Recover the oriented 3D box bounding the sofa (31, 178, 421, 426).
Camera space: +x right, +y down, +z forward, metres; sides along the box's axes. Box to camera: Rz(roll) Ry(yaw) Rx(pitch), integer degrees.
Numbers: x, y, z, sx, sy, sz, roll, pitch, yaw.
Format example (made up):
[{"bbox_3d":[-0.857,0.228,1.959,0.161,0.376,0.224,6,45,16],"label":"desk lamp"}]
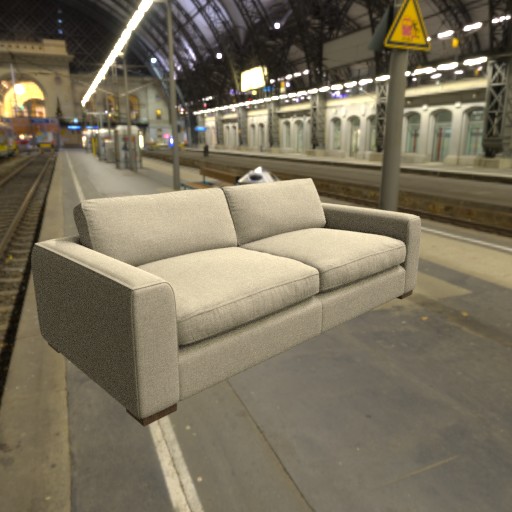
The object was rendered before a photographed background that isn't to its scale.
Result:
[{"bbox_3d":[0.000,0.000,2.714,2.262,0.801,1.070,-14,20,-42],"label":"sofa"}]
